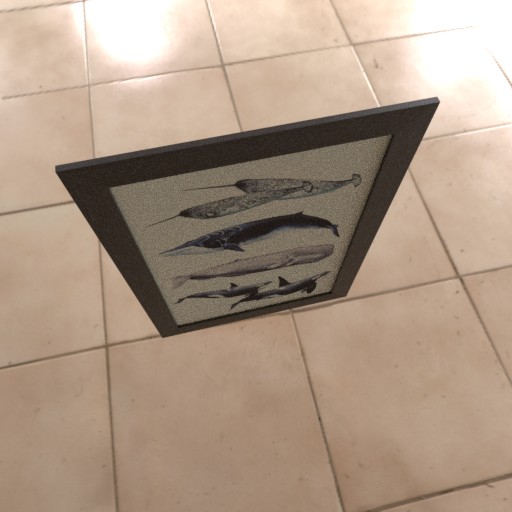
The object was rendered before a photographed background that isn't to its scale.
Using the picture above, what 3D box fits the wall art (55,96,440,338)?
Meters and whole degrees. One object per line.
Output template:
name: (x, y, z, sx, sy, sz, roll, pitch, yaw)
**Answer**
wall art: (0.000, 0.000, 1.409, 0.810, 1.116, 0.016, -12, 64, -6)
